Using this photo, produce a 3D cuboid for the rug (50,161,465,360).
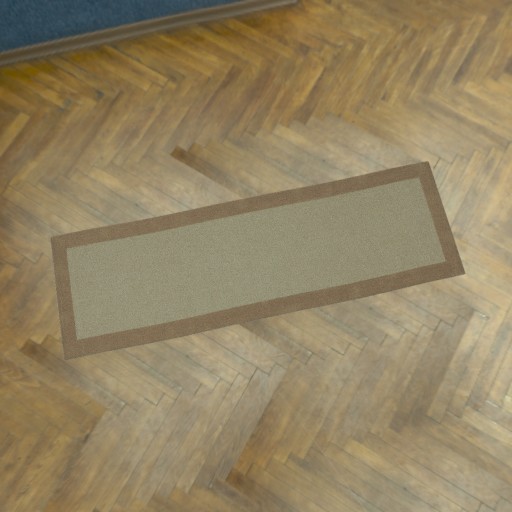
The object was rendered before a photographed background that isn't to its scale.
[{"bbox_3d":[0.000,0.000,2.701,2.430,0.012,0.767,-12,77,-3],"label":"rug"}]
